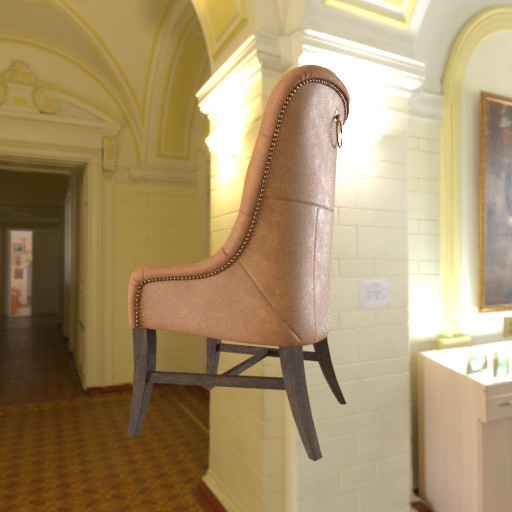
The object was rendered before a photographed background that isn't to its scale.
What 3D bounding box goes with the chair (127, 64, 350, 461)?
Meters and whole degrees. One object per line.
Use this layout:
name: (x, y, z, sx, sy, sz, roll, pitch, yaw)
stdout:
chair: (0.000, 0.000, 1.510, 0.629, 1.091, 0.634, 0, -1, 19)
